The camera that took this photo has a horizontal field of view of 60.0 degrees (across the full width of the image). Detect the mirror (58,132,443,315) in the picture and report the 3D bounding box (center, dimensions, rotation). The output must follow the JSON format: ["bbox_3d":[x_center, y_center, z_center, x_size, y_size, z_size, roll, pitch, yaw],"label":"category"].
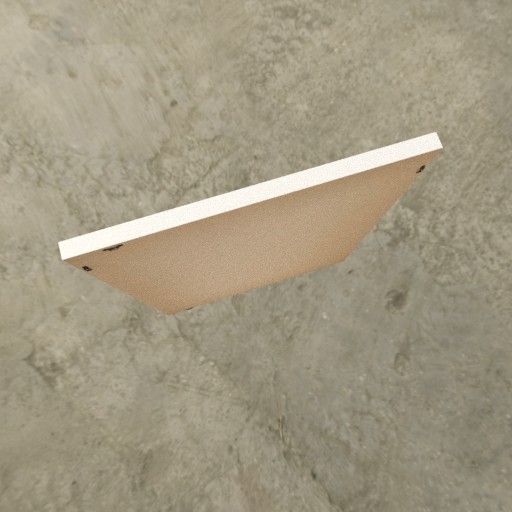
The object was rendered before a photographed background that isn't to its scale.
[{"bbox_3d":[0.000,0.000,1.344,0.762,1.016,0.041,-17,77,-4],"label":"mirror"}]
